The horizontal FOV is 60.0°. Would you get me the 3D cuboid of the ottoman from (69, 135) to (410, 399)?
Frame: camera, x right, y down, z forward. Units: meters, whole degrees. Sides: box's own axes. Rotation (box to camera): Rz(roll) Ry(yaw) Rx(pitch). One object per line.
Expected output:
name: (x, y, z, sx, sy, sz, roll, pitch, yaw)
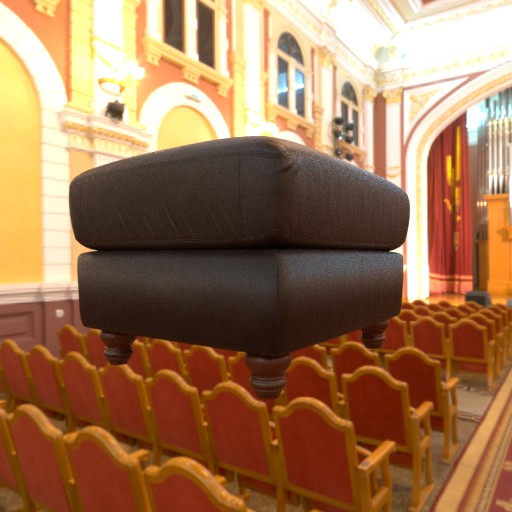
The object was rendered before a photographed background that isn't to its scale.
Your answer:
ottoman: (0.000, 0.000, 1.277, 0.670, 0.569, 0.806, 0, 0, 35)
